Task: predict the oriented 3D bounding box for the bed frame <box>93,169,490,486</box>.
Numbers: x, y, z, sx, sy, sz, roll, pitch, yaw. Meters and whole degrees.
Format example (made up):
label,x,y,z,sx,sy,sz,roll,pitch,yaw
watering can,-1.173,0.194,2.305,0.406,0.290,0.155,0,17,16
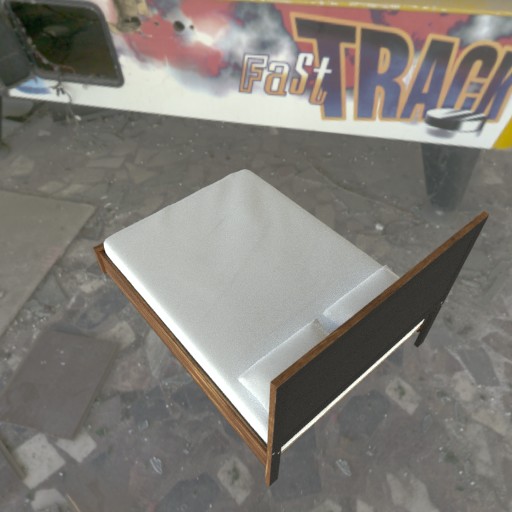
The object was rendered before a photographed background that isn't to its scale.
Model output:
label,x,y,z,sx,sy,sz,roll,pitch,yaw
bed frame,0.000,0.000,3.352,1.696,1.417,2.276,-32,55,-26
